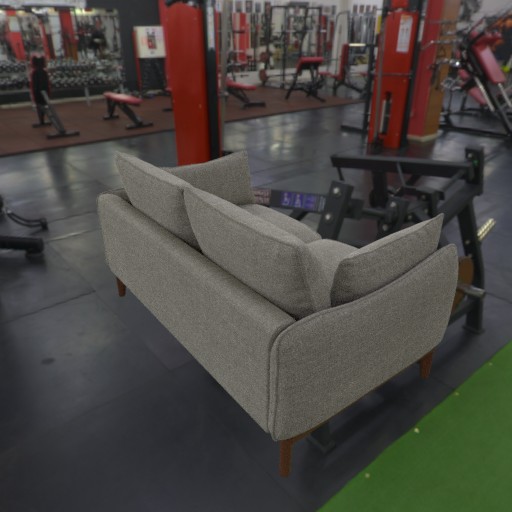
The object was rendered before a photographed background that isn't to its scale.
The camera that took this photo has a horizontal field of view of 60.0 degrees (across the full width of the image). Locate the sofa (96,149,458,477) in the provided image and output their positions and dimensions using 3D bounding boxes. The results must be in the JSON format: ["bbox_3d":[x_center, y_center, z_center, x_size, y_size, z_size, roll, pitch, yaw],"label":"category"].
[{"bbox_3d":[0.000,0.000,2.096,0.972,0.851,1.580,-19,33,-32],"label":"sofa"}]
